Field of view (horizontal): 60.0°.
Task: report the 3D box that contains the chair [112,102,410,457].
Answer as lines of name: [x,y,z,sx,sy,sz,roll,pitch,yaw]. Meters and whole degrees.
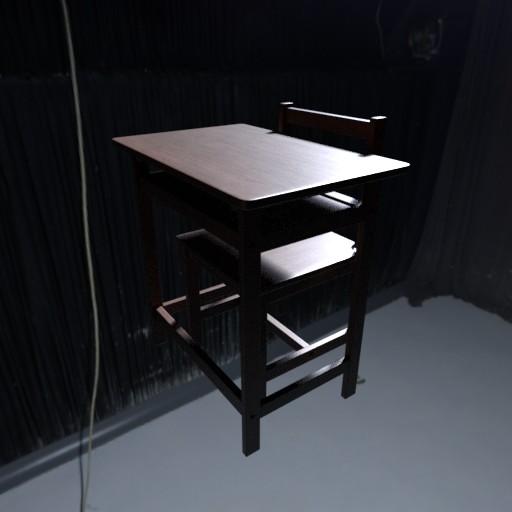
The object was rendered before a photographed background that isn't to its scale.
chair: [0.000,0.000,1.113,0.463,0.673,0.599,-17,30,-31]
